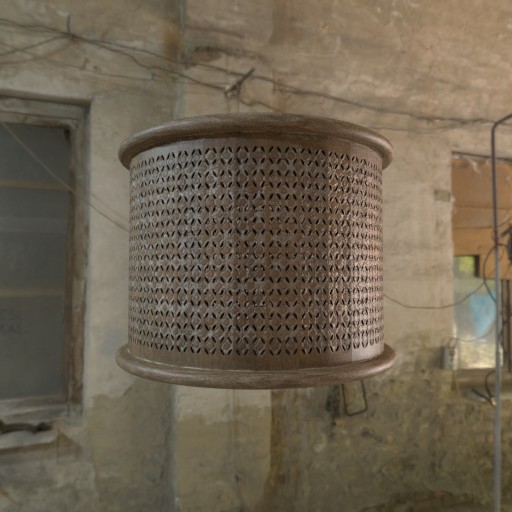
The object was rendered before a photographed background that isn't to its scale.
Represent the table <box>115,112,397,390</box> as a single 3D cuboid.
[{"bbox_3d":[0.000,0.000,1.011,0.607,0.450,0.607,0,-2,0],"label":"table"}]
